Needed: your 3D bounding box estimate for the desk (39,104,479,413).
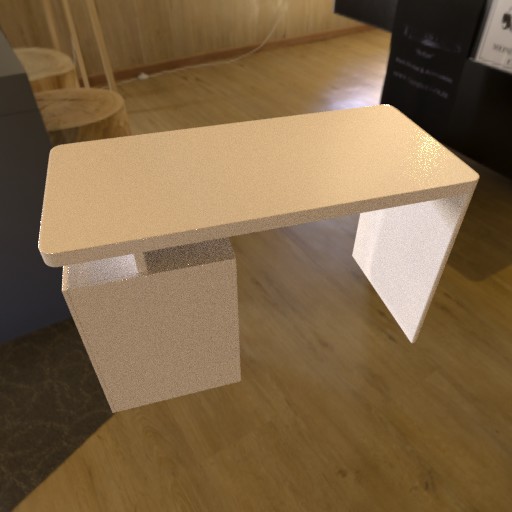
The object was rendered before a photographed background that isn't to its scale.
[{"bbox_3d":[0.000,0.000,1.586,1.200,0.760,0.550,-11,43,-12],"label":"desk"}]
